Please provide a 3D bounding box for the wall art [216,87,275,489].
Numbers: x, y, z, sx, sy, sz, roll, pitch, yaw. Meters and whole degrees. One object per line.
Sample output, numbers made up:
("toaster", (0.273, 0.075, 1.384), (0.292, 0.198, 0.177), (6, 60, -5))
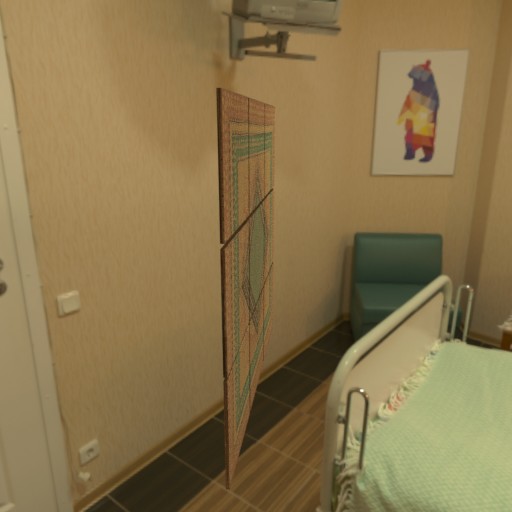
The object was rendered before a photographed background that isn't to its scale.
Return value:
("wall art", (0.000, 0.000, 1.831), (0.013, 1.213, 1.215), (2, 17, 8))
